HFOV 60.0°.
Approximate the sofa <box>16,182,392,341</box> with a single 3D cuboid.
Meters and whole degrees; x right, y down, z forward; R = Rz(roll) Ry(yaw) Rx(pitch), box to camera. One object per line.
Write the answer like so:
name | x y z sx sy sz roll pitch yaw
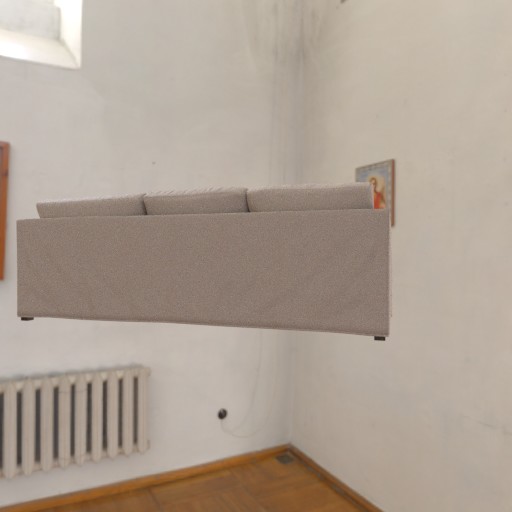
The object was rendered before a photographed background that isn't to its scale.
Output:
sofa | 0.000 0.000 4.132 2.432 0.871 3.182 0 0 17
